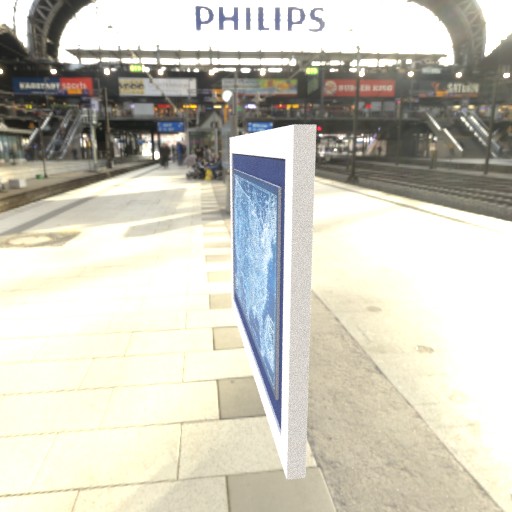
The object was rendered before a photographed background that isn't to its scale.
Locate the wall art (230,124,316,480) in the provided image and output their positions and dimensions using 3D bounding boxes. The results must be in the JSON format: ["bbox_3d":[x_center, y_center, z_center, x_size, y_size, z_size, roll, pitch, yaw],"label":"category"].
[{"bbox_3d":[0.000,0.000,1.695,0.051,0.902,1.308,-2,14,-9],"label":"wall art"}]
